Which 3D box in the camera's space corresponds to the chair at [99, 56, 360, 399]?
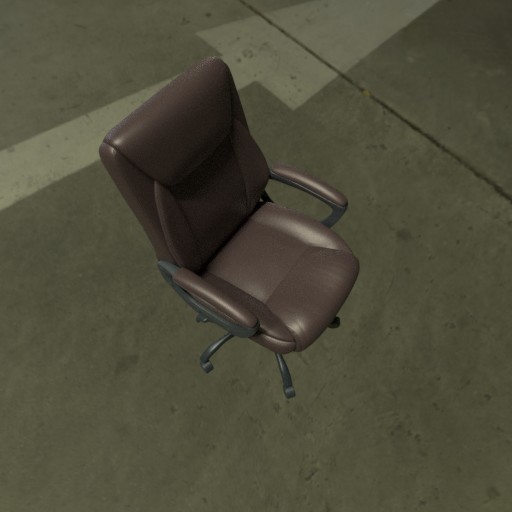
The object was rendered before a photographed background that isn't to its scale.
[{"bbox_3d":[0.000,0.000,1.494,0.655,1.072,0.615,30,62,18],"label":"chair"}]
